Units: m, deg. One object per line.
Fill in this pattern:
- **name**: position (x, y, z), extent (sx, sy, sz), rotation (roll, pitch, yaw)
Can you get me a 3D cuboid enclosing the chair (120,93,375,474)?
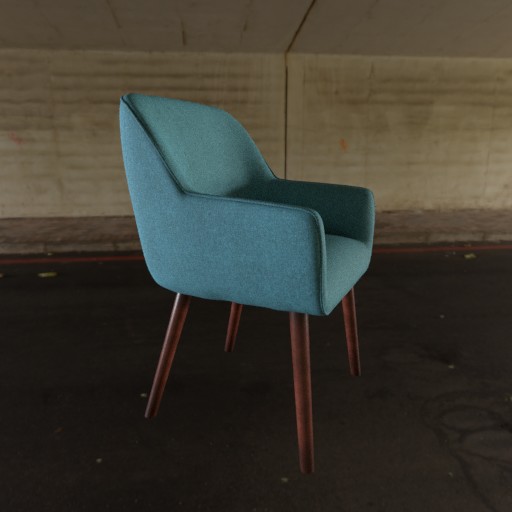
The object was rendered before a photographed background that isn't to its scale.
- **chair**: position (0.000, 0.000, 1.170), extent (0.519, 0.803, 0.543), rotation (6, 15, 24)
